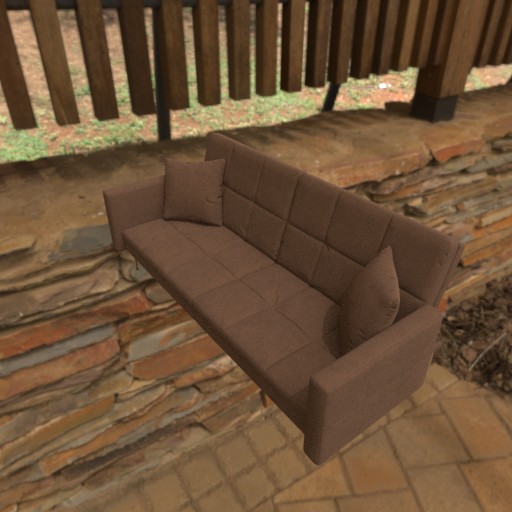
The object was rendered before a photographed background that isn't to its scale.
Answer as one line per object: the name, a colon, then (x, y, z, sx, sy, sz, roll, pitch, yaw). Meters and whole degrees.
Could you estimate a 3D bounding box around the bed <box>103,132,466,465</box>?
bed: (0.000, 0.000, 2.312, 0.889, 0.787, 1.905, -22, 39, -30)
